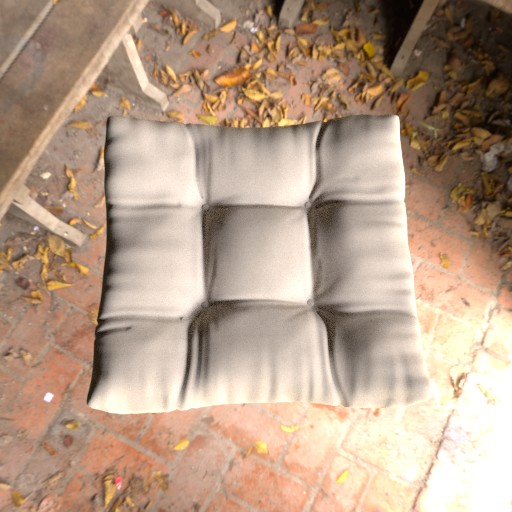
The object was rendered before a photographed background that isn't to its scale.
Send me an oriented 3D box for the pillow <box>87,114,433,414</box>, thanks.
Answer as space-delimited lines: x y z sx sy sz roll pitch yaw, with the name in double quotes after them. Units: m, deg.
0.000 0.000 0.706 0.490 0.128 0.468 -1 77 0 "pillow"
